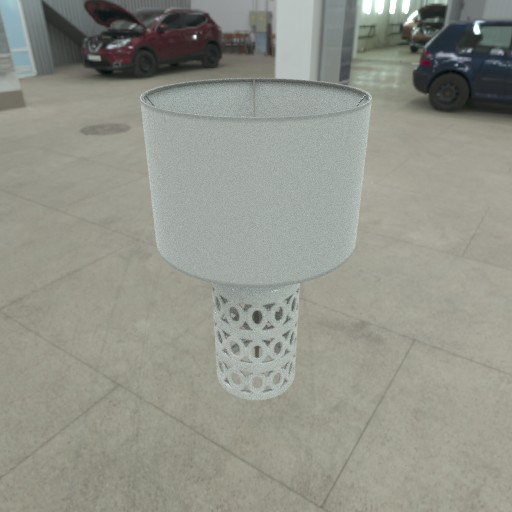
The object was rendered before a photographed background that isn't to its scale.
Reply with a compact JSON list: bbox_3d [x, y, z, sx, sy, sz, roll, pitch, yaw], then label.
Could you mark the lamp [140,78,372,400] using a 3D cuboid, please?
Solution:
[{"bbox_3d":[0.000,0.000,0.720,0.310,0.502,0.310,0,29,0],"label":"lamp"}]
